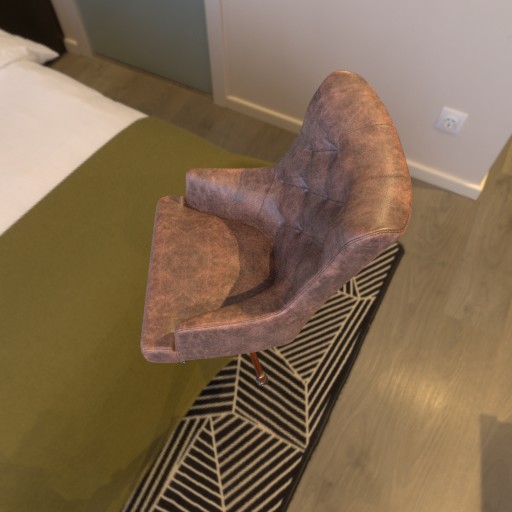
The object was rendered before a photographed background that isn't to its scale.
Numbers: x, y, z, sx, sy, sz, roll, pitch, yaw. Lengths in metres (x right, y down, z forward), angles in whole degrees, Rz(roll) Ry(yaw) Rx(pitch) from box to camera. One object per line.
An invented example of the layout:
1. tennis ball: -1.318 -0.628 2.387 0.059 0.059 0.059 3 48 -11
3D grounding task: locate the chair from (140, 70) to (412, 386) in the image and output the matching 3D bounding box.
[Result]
1. chair: 0.000 0.000 1.512 0.762 1.035 0.641 -1 58 -1
